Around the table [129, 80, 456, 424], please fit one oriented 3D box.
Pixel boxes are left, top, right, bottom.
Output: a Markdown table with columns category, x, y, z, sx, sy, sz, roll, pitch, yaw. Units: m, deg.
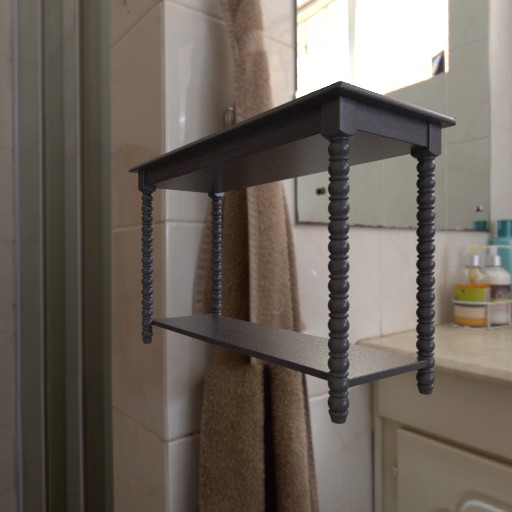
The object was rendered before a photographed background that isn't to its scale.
| category | x | y | z | sx | sy | sz | roll | pitch | yaw |
| --- | --- | --- | --- | --- | --- | --- | --- | --- | --- |
| table | 0.000 | 0.000 | 1.519 | 0.459 | 0.735 | 1.184 | 0 | 0 | -36 |
